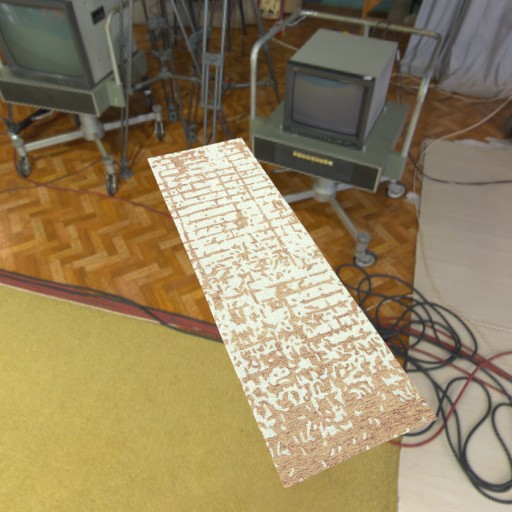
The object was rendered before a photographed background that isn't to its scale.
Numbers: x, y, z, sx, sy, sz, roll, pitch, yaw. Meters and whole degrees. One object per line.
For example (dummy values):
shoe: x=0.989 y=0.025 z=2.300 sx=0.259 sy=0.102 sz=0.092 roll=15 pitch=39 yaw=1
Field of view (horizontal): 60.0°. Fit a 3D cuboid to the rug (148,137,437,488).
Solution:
rug: x=0.000 y=0.000 z=2.638 sx=0.750 sy=0.011 sz=2.435 roll=-17 pitch=50 yaw=-15
